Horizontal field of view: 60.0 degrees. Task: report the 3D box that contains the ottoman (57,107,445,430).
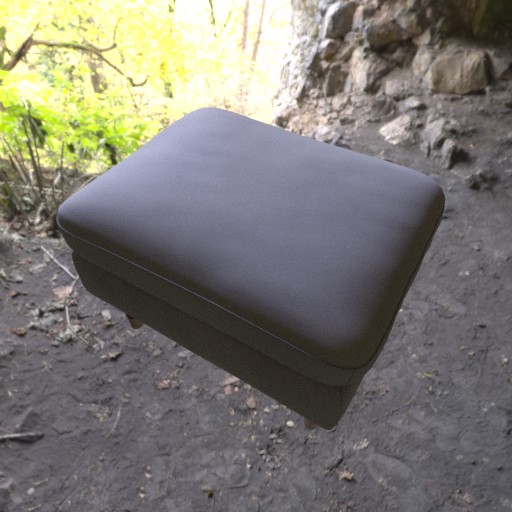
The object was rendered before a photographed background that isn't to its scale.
[{"bbox_3d":[0.000,0.000,1.119,0.747,0.478,0.593,24,51,21],"label":"ottoman"}]
